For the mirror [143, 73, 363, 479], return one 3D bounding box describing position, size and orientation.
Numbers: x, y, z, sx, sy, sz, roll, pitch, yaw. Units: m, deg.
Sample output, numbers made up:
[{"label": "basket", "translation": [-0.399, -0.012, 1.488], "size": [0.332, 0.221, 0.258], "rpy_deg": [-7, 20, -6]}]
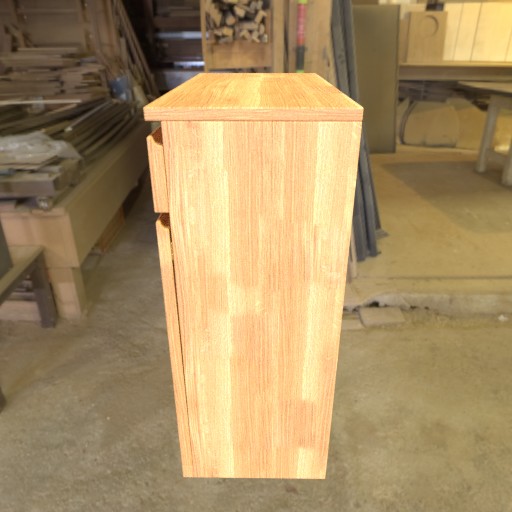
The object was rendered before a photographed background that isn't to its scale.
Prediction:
[{"label": "mirror", "translation": [0.000, 0.000, 1.383], "size": [0.400, 1.000, 0.800], "rpy_deg": [0, 26, 1]}]
